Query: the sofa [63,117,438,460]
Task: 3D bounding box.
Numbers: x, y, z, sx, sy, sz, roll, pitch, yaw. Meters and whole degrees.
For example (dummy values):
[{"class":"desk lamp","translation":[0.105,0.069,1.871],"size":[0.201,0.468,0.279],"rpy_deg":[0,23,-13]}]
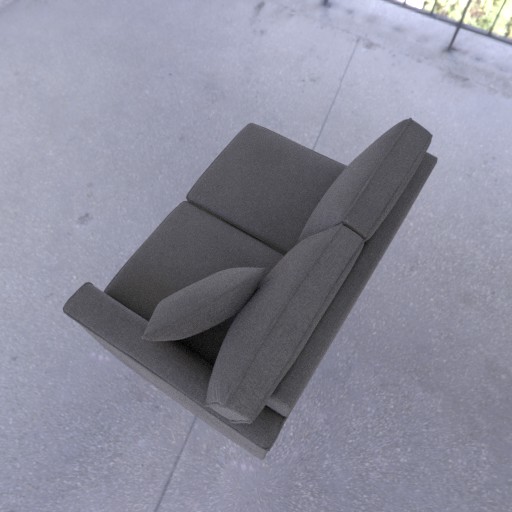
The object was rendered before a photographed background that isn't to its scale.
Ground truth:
[{"class":"sofa","translation":[0.000,0.000,2.036],"size":[0.991,0.989,1.388],"rpy_deg":[30,66,15]}]
